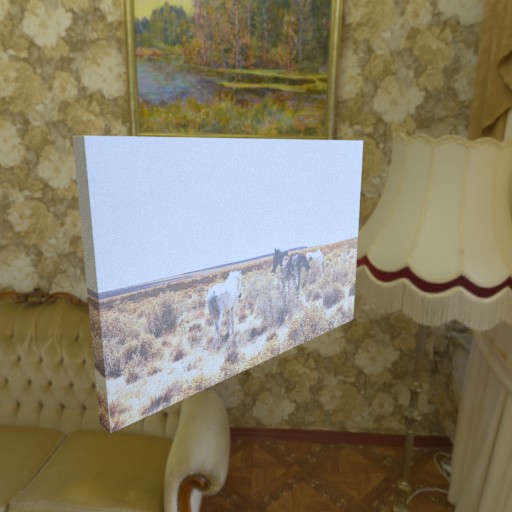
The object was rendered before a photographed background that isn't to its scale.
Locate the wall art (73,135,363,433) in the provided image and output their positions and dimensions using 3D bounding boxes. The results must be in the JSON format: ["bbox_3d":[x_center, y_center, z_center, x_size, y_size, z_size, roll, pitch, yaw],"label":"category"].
[{"bbox_3d":[0.000,0.000,1.194,0.914,0.610,0.050,-13,19,-43],"label":"wall art"}]
